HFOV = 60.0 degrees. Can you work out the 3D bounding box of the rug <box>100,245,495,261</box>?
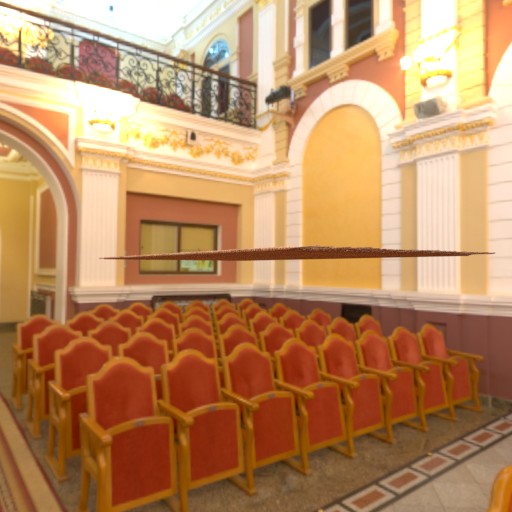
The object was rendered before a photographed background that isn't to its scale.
[{"bbox_3d":[0.000,0.000,1.989,0.905,0.017,1.718,1,-2,-36],"label":"rug"}]
